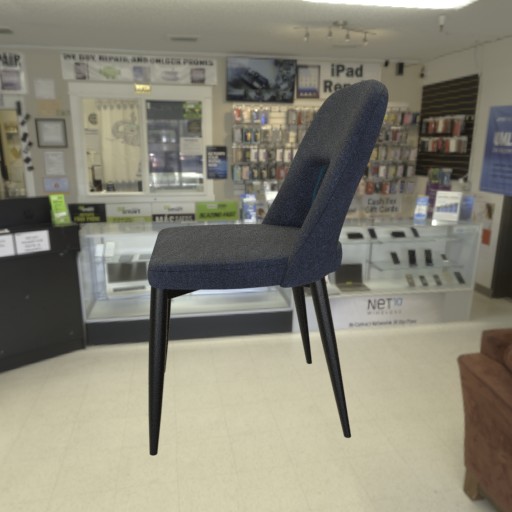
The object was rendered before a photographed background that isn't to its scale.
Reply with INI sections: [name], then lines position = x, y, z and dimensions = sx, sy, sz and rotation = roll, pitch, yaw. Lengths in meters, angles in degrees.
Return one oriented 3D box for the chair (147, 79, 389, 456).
[chair]
position = 0.000, 0.000, 1.259
dimensions = 0.612, 0.931, 0.470
rotation = -2, 15, -8
